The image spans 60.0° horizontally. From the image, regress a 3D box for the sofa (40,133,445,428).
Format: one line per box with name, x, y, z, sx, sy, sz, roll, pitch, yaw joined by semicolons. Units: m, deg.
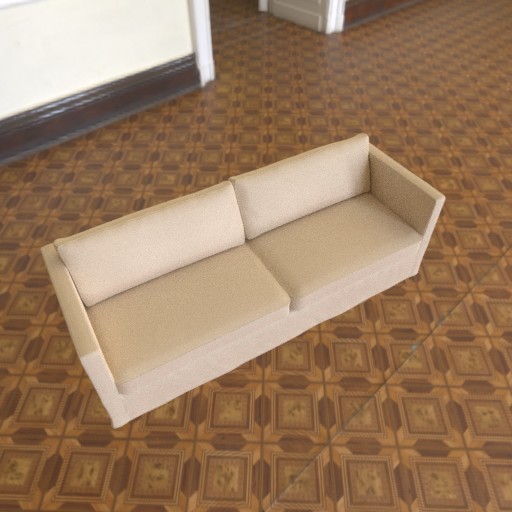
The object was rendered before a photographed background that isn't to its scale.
sofa;0.000;0.000;3.360;2.779;0.999;1.036;-23;50;-21
